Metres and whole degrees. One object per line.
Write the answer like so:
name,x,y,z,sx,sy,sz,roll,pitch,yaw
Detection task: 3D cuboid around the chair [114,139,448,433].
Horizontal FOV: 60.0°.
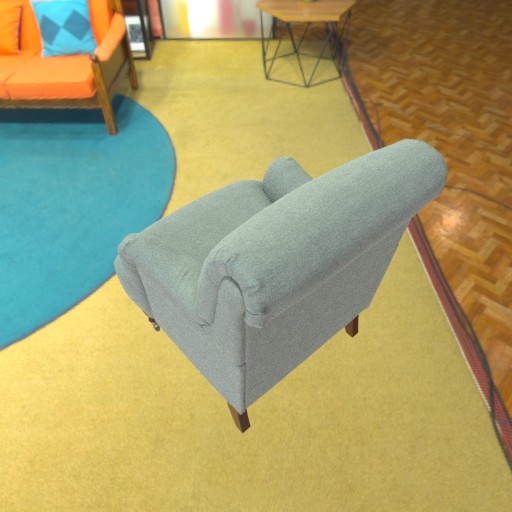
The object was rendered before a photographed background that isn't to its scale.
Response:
chair,0.000,0.000,1.964,0.964,1.178,1.060,-33,54,-28
